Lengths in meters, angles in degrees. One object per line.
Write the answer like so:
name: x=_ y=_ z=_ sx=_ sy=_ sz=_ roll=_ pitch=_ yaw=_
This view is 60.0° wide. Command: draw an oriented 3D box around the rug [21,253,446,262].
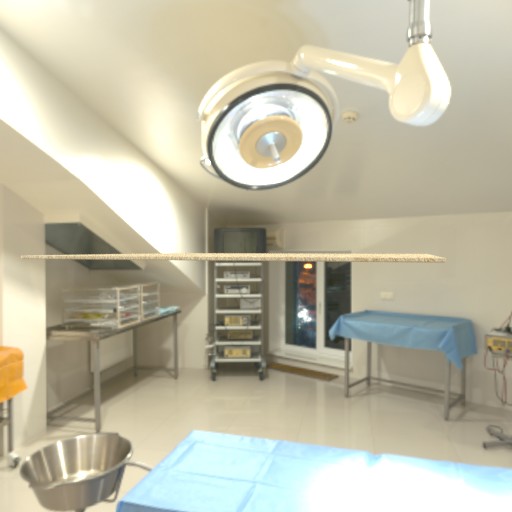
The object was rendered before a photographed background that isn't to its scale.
rug: x=0.000 y=0.000 z=4.018 sx=3.001 sy=0.025 sz=2.401 roll=0 pitch=1 yaw=19
